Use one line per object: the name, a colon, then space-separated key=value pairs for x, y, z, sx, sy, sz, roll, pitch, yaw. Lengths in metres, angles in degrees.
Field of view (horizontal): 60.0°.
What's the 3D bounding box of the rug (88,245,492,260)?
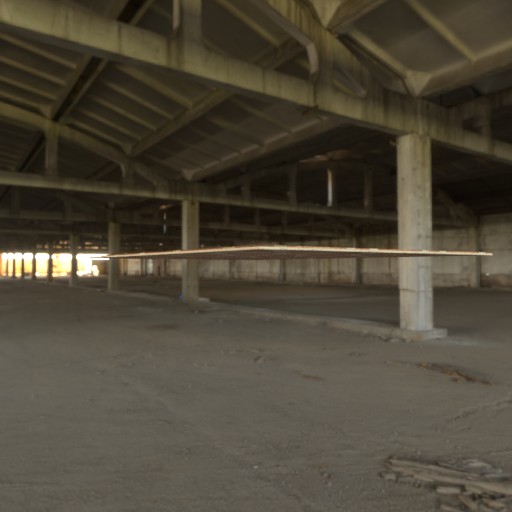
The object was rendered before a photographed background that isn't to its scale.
rug: x=0.000 y=0.000 z=2.910 sx=1.555 sy=0.016 sz=2.286 roll=1 pitch=-2 yaw=-35
